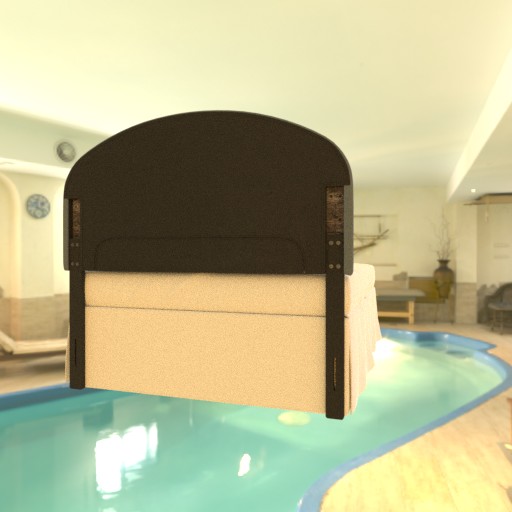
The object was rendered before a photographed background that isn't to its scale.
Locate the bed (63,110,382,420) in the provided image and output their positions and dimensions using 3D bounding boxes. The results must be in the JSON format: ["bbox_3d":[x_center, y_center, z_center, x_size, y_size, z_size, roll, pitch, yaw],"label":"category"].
[{"bbox_3d":[0.000,0.000,3.080,1.607,1.410,2.005,0,0,18],"label":"bed"}]
